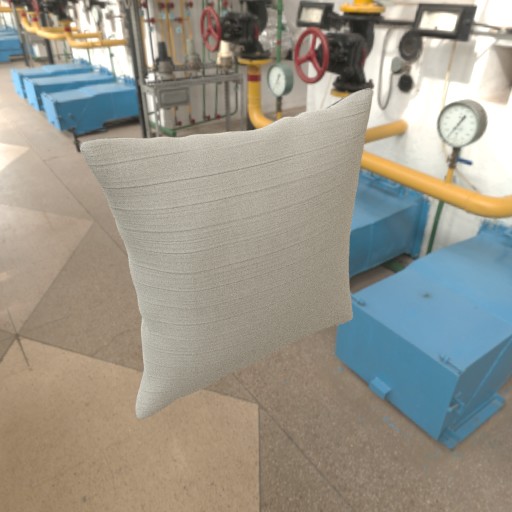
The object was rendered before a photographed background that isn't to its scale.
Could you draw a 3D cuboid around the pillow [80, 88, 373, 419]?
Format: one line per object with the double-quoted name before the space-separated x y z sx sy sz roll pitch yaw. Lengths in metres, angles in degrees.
"pillow" 0.000 0.000 0.716 0.470 0.464 0.175 -20 37 -29
